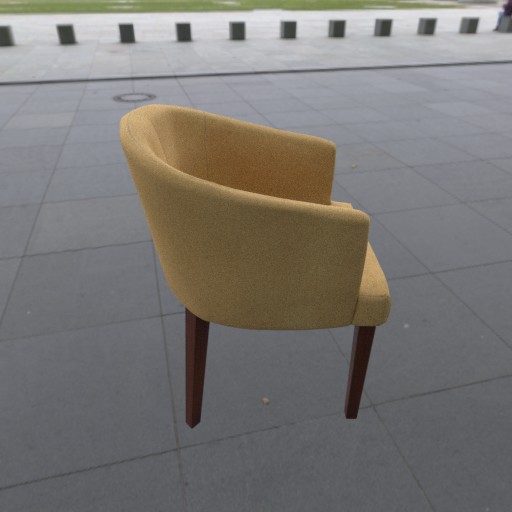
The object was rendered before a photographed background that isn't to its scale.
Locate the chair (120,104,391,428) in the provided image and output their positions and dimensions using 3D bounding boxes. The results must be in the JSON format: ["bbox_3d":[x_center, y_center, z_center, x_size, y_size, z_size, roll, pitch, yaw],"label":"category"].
[{"bbox_3d":[0.000,0.000,1.283,0.655,0.811,0.583,0,32,0],"label":"chair"}]
